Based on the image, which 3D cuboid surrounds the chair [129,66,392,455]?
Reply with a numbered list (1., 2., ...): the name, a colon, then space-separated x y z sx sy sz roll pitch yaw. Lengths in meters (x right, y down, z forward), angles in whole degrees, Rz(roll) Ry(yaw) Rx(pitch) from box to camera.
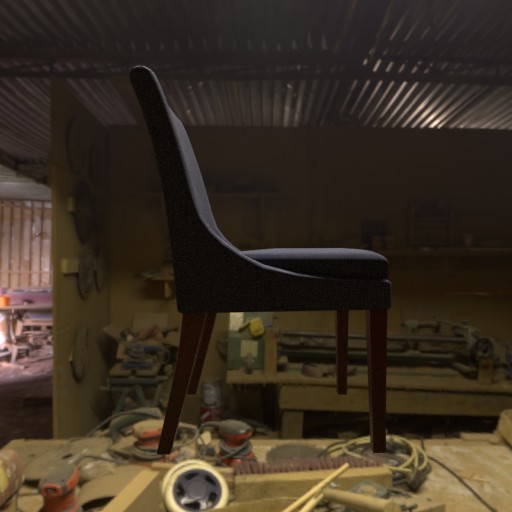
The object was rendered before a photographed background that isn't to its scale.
1. chair: 0.000 0.000 1.308 0.655 0.952 0.508 0 0 0
